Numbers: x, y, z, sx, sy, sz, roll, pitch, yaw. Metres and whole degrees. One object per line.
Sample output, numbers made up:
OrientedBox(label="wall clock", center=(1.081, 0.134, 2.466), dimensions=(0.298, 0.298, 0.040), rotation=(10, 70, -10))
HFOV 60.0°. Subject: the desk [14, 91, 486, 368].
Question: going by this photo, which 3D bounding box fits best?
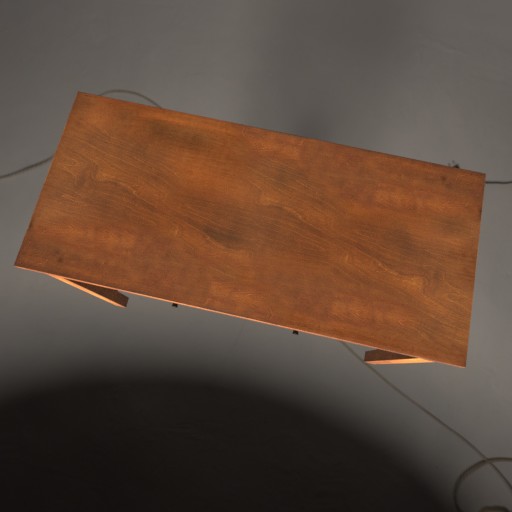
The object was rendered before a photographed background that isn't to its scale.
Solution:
OrientedBox(label="desk", center=(0.000, 0.000, 1.495), dimensions=(1.117, 0.762, 0.508), rotation=(12, 76, 3))
